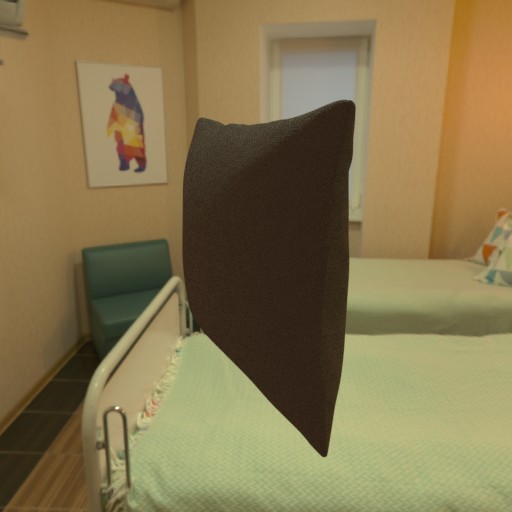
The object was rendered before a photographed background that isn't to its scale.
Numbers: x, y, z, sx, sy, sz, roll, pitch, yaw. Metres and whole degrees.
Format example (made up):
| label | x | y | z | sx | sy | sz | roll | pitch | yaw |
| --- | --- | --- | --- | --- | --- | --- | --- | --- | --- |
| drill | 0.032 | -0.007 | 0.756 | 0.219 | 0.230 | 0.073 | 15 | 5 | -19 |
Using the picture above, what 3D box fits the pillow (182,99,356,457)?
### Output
| label | x | y | z | sx | sy | sz | roll | pitch | yaw |
| --- | --- | --- | --- | --- | --- | --- | --- | --- | --- |
| pillow | 0.000 | 0.000 | 0.703 | 0.204 | 0.439 | 0.452 | -7 | 17 | -25 |
